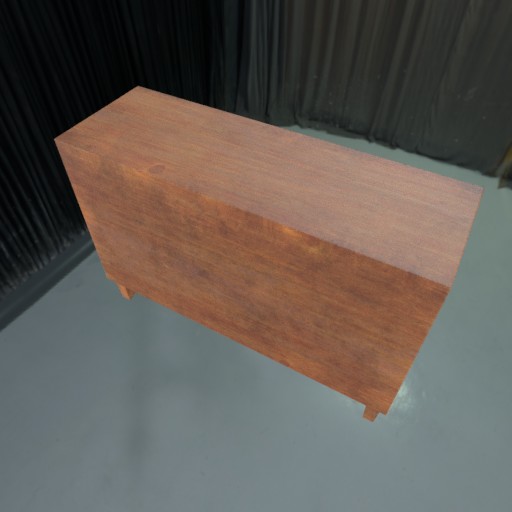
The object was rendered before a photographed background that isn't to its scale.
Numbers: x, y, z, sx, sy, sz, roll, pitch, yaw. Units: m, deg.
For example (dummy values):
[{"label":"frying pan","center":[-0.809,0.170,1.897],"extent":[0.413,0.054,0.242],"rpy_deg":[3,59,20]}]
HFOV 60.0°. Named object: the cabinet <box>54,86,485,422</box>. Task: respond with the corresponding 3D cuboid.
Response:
[{"label":"cabinet","center":[0.000,0.000,1.582],"extent":[1.204,0.805,0.403],"rpy_deg":[22,51,19]}]
